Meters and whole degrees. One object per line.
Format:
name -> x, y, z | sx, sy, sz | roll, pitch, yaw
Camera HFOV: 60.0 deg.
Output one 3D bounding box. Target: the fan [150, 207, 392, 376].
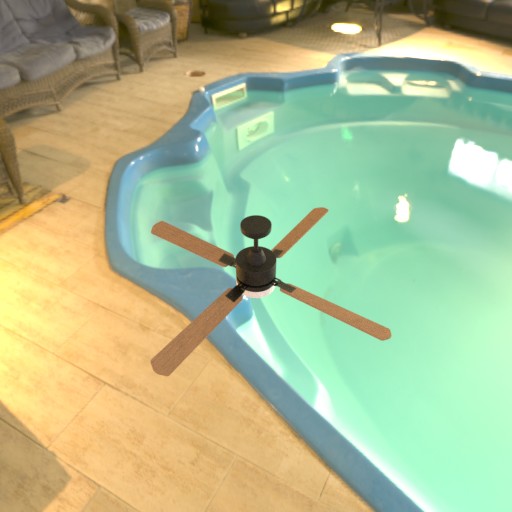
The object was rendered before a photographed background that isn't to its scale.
fan -> 0.000, 0.000, 1.999 | 1.320, 0.355, 1.320 | 24, 46, 26
